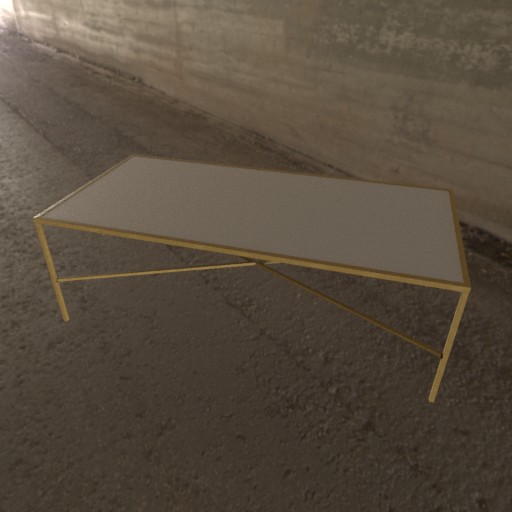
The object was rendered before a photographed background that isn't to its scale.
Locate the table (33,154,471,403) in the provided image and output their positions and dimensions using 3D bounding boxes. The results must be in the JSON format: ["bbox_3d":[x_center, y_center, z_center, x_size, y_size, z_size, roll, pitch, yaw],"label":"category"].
[{"bbox_3d":[0.000,0.000,1.506,1.206,0.398,0.580,9,33,14],"label":"table"}]
